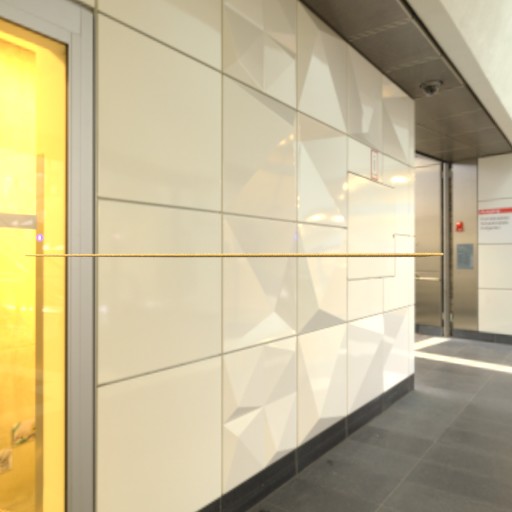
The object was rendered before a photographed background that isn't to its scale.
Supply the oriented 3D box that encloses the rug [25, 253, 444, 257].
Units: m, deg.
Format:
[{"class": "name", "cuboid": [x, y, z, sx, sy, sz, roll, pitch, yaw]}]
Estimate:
[{"class": "rug", "cuboid": [0.000, 0.000, 4.176, 3.046, 0.015, 2.446, 0, 0, 18]}]
